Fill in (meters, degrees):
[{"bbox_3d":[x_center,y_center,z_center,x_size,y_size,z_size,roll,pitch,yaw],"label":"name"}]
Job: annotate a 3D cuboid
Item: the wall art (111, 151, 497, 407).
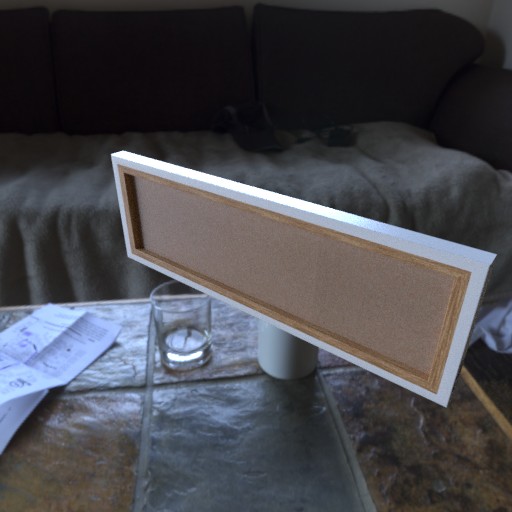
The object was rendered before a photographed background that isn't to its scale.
[{"bbox_3d":[0.000,0.000,0.832,0.766,0.256,0.036,21,36,32],"label":"wall art"}]
